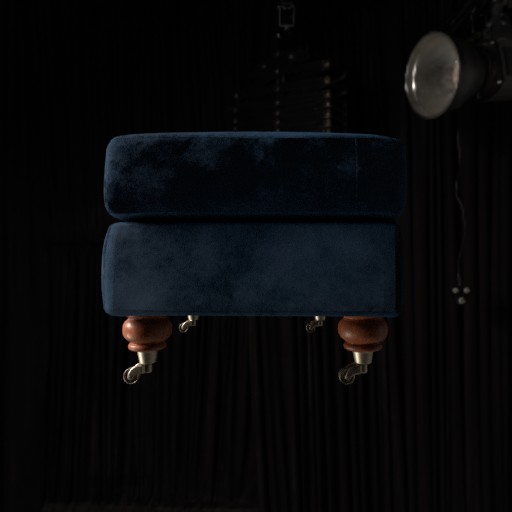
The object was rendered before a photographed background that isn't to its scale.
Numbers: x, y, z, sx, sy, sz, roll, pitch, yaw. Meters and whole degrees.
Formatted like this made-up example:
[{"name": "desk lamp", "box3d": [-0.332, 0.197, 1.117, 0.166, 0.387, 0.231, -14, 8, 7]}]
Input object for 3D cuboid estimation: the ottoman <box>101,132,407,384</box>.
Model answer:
[{"name": "ottoman", "box3d": [0.000, 0.000, 1.168, 0.572, 0.503, 0.773, 0, 0, 0]}]
